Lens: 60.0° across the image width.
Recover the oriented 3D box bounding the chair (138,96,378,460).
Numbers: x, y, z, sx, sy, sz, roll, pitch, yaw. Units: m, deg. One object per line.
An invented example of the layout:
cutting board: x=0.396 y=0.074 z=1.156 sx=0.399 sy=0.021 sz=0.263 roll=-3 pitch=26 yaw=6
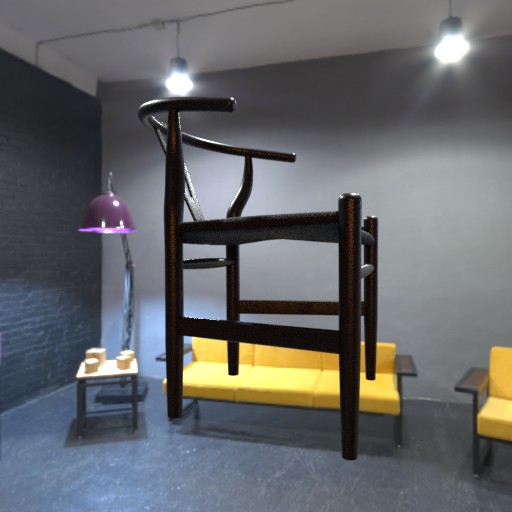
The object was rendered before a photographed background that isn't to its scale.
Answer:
chair: x=0.000 y=0.000 z=1.141 sx=0.579 sy=0.730 sz=0.569 roll=0 pitch=0 yaw=19
